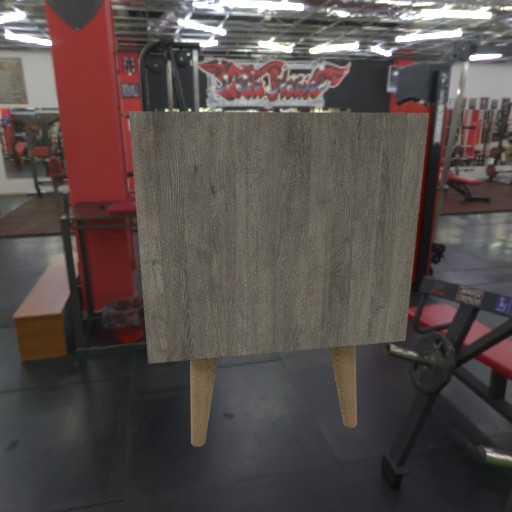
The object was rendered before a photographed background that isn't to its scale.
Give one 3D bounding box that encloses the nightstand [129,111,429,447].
[{"bbox_3d":[0.000,0.000,0.832,0.380,0.500,0.480,-3,17,-10],"label":"nightstand"}]
